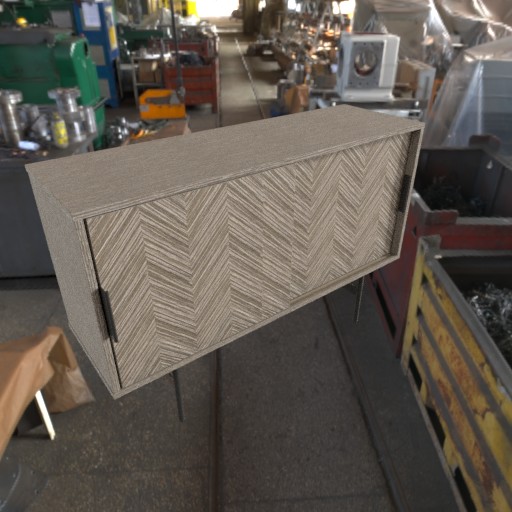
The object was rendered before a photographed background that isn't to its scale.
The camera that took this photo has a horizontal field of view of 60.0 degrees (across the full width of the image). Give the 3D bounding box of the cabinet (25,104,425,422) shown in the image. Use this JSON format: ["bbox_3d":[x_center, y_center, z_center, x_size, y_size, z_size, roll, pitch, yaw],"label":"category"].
[{"bbox_3d":[0.000,0.000,1.517,1.194,0.787,0.405,-21,37,-31],"label":"cabinet"}]
